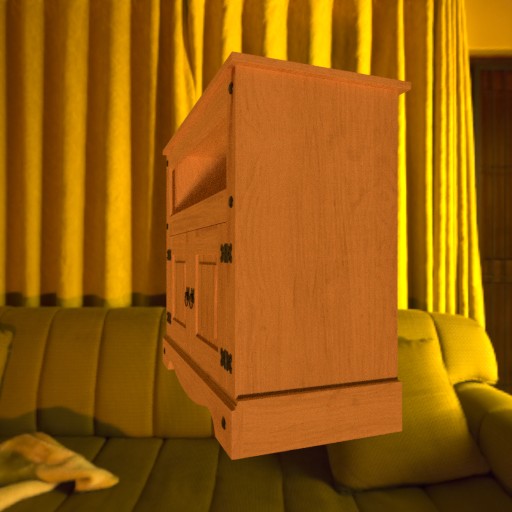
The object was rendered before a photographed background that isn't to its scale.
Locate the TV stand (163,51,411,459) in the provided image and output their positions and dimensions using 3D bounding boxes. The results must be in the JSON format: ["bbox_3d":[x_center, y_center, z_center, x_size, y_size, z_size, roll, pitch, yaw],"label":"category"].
[{"bbox_3d":[0.000,0.000,1.325,0.430,0.787,0.851,0,0,-21],"label":"TV stand"}]
